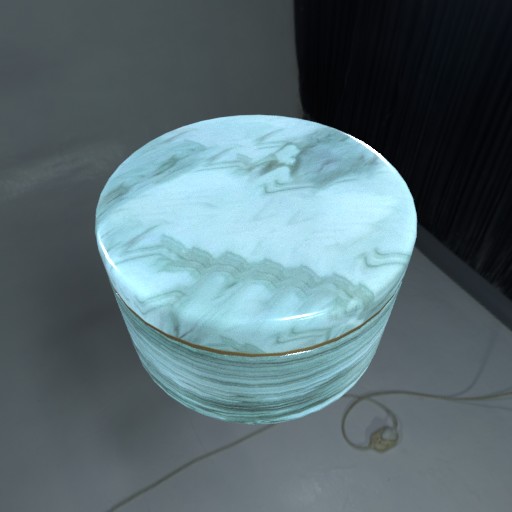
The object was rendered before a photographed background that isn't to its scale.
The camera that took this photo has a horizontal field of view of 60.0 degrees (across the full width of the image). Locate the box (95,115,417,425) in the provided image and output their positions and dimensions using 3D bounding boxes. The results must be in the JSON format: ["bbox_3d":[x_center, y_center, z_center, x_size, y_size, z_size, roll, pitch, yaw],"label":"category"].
[{"bbox_3d":[0.000,0.000,0.162,0.101,0.063,0.101,0,47,0],"label":"box"}]
